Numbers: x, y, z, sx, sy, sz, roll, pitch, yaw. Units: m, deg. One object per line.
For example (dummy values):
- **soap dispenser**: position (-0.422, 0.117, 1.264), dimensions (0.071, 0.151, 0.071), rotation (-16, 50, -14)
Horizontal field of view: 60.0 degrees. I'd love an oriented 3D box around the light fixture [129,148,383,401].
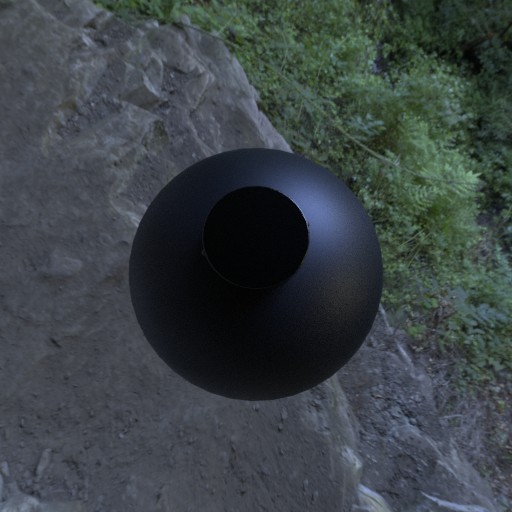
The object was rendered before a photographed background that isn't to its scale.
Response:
- **light fixture**: position (0.000, 0.000, 0.549), dimensions (0.355, 0.177, 0.355), rotation (0, 76, 0)
